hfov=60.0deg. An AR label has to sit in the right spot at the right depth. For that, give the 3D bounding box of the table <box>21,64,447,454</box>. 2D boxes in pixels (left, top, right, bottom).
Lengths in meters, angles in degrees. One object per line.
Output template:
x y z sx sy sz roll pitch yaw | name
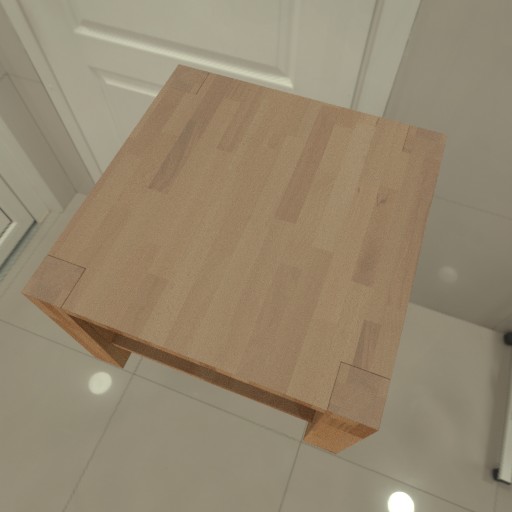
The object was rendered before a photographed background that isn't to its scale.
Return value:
0.000 0.000 1.145 0.700 0.451 0.700 18 63 10 | table
